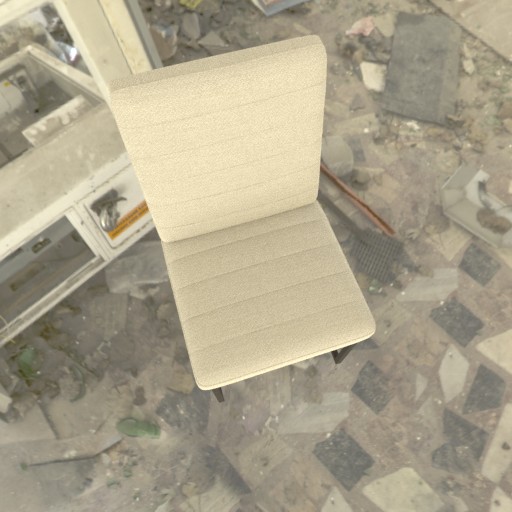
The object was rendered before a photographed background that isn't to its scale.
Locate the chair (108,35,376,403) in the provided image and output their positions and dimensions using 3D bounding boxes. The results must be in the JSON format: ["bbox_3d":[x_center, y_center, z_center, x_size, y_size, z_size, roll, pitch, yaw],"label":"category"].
[{"bbox_3d":[0.000,0.000,1.296,0.520,0.930,0.634,-16,66,-7],"label":"chair"}]
